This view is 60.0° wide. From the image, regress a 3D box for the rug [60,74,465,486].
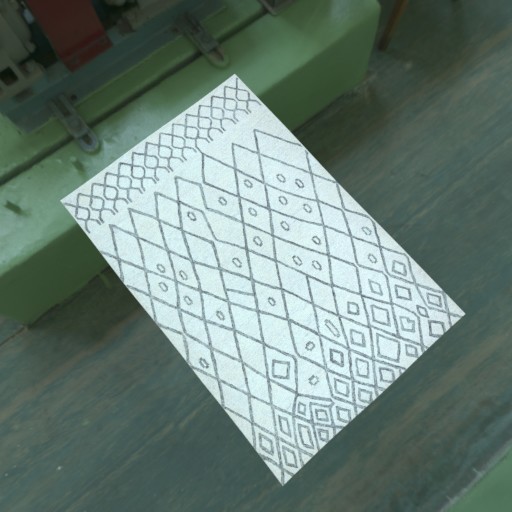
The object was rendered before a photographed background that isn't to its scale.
[{"bbox_3d":[0.000,0.000,2.305,1.222,0.015,1.828,-39,79,-9],"label":"rug"}]
